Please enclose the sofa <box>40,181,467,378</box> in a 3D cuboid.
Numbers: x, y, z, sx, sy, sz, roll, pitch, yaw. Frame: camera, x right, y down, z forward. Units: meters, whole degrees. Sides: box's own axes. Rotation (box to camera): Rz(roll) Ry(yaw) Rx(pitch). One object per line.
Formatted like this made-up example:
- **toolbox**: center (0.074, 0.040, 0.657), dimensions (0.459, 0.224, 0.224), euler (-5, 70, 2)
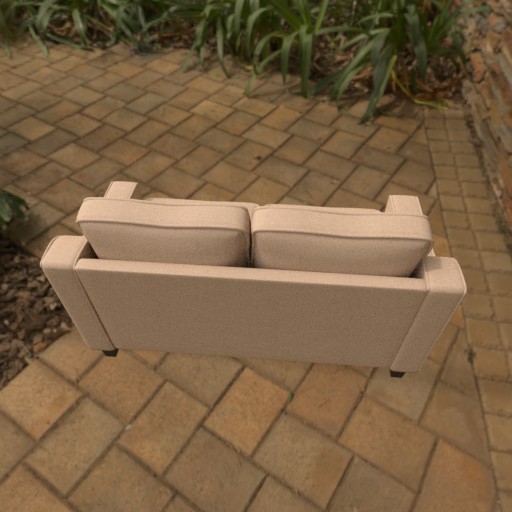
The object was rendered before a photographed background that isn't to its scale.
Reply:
- **sofa**: center (0.000, 0.000, 3.455), dimensions (2.587, 1.562, 1.351), euler (3, 45, 3)
